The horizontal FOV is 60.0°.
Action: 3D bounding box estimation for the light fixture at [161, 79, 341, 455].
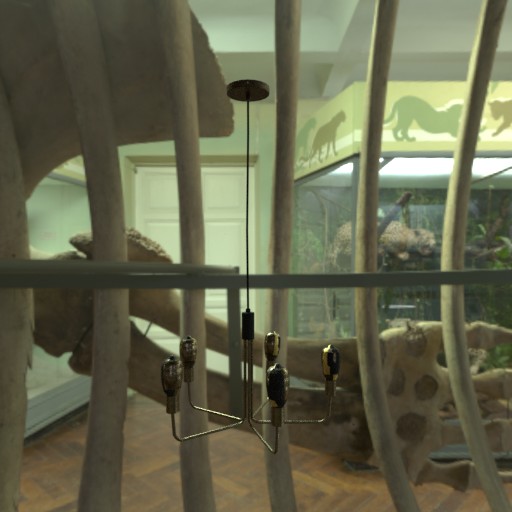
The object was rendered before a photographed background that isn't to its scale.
[{"bbox_3d":[0.000,0.000,1.411,0.532,1.059,0.588,0,0,0],"label":"light fixture"}]
